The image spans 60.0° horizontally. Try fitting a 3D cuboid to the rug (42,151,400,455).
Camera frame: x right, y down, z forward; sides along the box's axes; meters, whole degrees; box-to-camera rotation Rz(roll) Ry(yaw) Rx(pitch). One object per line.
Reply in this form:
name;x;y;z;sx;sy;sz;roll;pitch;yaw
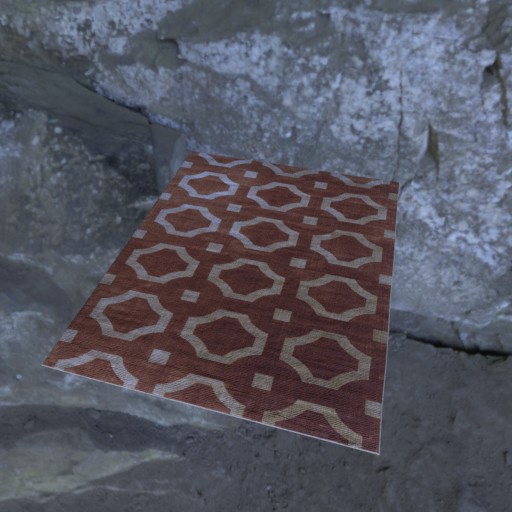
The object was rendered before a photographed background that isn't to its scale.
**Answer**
rug;0.000;0.000;4.091;2.466;0.021;3.049;11;46;11
